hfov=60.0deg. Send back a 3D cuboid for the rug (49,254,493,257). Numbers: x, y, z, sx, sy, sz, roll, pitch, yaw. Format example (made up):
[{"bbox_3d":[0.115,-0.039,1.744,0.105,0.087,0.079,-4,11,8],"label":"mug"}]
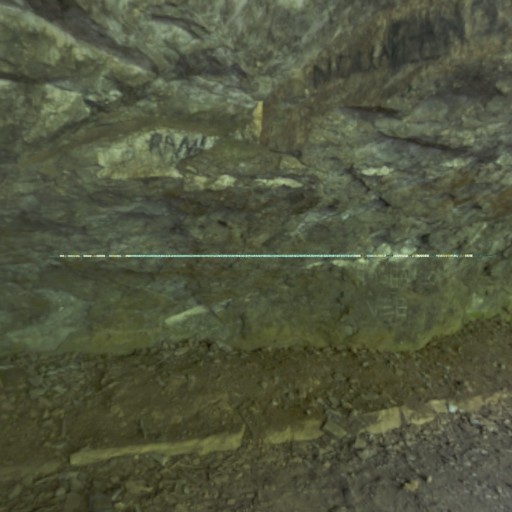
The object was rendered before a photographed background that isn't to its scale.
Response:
[{"bbox_3d":[0.000,0.000,2.677,2.441,0.010,0.744,0,0,19],"label":"rug"}]
